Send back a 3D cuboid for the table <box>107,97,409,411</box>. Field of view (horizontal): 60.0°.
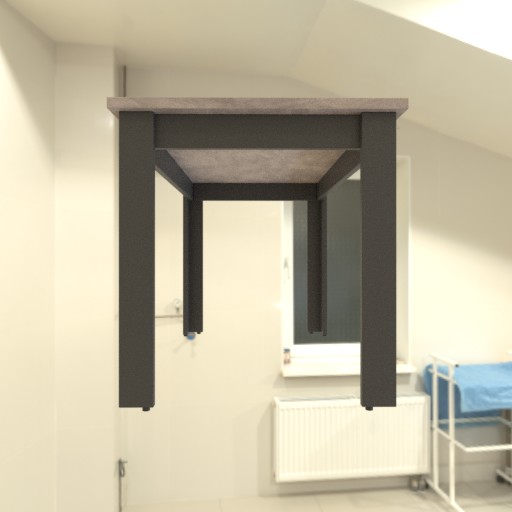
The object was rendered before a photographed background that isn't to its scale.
[{"bbox_3d":[0.000,0.000,1.576,0.700,0.734,1.100,0,0,-1],"label":"table"}]
